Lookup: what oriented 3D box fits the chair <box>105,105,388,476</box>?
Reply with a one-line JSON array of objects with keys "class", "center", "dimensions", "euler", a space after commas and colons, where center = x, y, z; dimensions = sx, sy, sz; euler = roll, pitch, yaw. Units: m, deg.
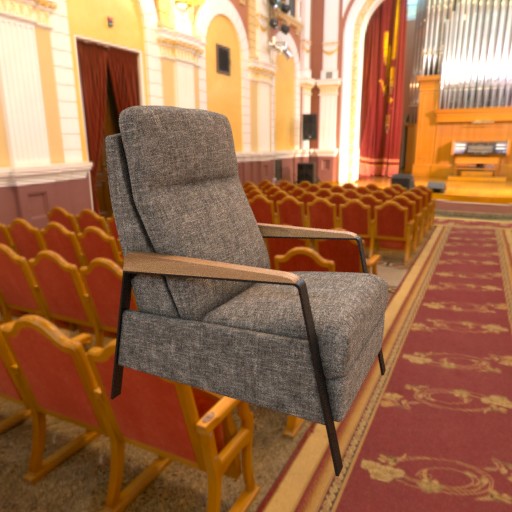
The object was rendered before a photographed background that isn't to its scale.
[{"class": "chair", "center": [0.000, 0.000, 1.608], "dimensions": [0.868, 1.042, 0.671], "euler": [7, 16, 26]}]
